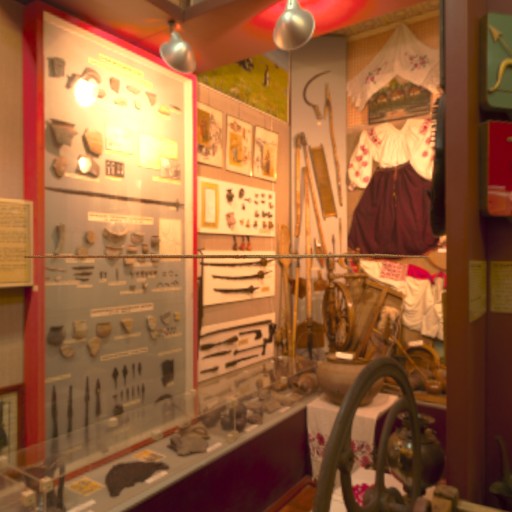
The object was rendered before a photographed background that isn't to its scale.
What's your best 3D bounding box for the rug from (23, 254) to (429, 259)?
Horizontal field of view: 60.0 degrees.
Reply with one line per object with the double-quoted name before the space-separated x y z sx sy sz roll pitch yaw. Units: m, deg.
"rug" 0.000 0.000 2.941 1.596 0.030 2.283 0 0 37
